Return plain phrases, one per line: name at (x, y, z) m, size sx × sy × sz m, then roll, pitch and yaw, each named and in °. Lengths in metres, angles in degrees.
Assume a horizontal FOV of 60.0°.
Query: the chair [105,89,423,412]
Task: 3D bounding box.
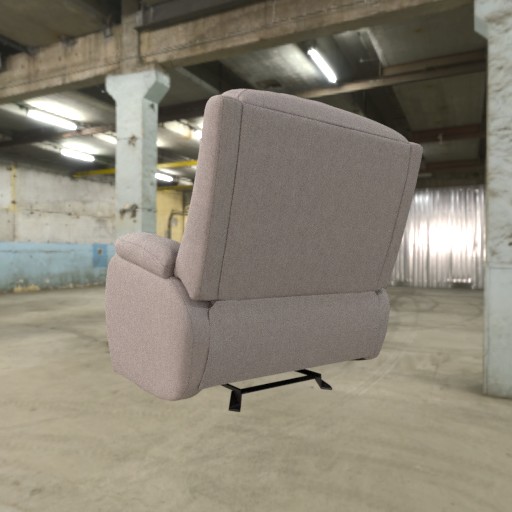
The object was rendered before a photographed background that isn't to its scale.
chair at (0.000, 0.000, 1.717) m, size 0.930 × 1.011 × 0.899 m, roll 0°, pitch -1°, yaw -36°
